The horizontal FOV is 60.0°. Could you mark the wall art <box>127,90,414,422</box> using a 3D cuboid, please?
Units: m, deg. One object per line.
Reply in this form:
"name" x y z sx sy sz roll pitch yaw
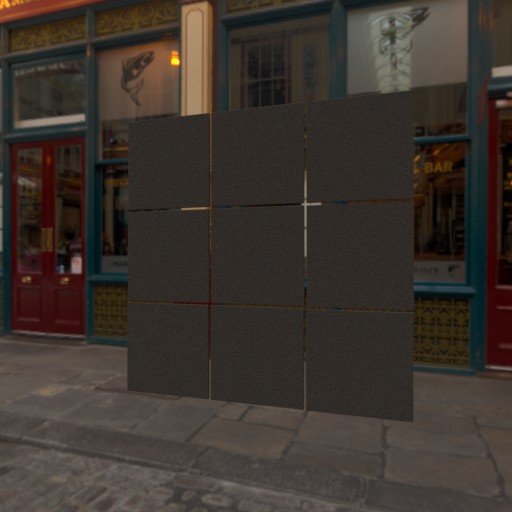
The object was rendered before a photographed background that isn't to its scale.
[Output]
"wall art" 0.000 0.000 2.276 1.527 1.521 0.017 0 0 18
